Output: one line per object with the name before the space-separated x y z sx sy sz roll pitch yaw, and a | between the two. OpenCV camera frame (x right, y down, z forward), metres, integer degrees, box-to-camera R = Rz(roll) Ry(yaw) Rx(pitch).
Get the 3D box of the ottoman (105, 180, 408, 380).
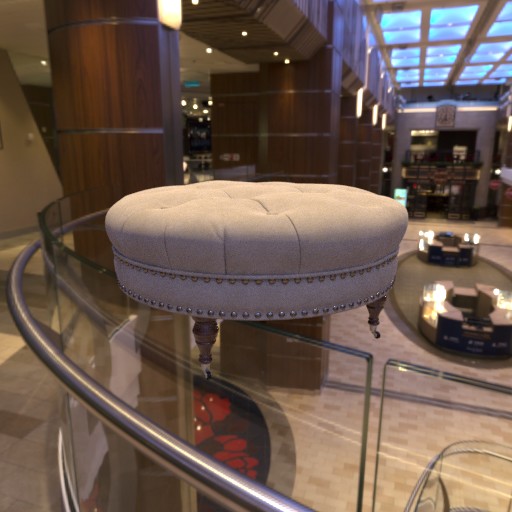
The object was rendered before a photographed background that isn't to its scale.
ottoman | 0.000 0.000 1.401 0.901 0.439 0.901 0 14 0
